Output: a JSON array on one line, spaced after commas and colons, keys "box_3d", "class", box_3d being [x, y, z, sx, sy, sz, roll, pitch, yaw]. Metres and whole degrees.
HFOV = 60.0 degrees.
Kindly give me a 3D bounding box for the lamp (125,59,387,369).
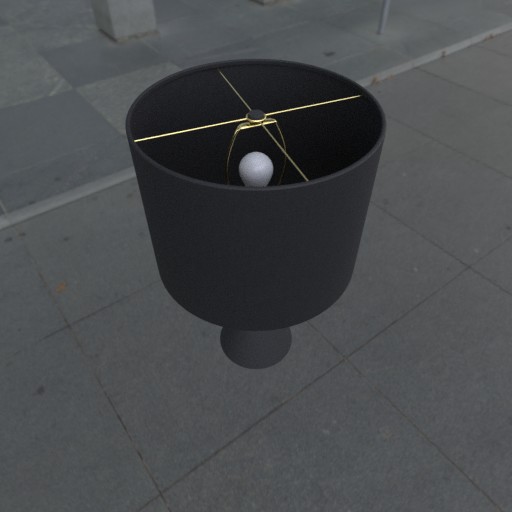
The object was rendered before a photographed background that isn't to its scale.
[{"box_3d": [0.000, 0.000, 0.829, 0.359, 0.584, 0.359, -16, 48, -15], "class": "lamp"}]
